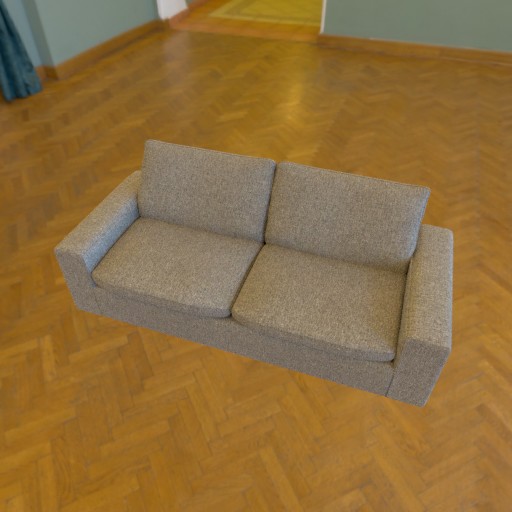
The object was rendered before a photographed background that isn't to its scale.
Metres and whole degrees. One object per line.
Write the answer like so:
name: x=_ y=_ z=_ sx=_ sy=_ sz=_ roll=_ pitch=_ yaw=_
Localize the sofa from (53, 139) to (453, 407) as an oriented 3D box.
sofa: x=0.000 y=0.000 z=2.791 sx=2.299 sy=0.922 sz=1.040 roll=13 pitch=43 yaw=14
